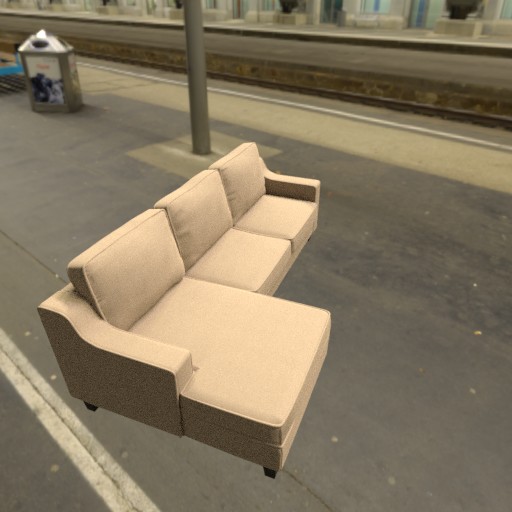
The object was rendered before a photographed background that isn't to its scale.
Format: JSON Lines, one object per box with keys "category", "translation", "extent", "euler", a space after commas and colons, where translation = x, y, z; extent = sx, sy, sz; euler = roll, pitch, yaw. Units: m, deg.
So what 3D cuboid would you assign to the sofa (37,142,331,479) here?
{"category": "sofa", "translation": [0.000, 0.000, 3.106], "extent": [1.294, 0.928, 2.561], "euler": [12, 33, 19]}
